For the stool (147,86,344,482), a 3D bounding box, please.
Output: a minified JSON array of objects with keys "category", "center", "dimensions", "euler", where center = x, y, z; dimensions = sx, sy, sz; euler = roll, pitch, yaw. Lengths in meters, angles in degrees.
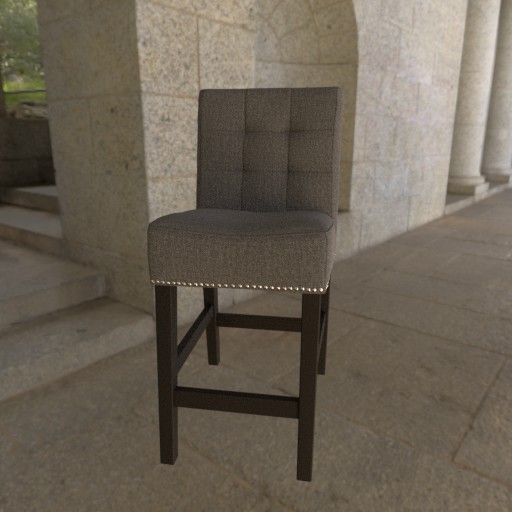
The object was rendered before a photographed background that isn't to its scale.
[{"category":"stool","center":[0.000,0.000,1.174],"dimensions":[0.427,0.885,0.571],"euler":[2,15,9]}]
